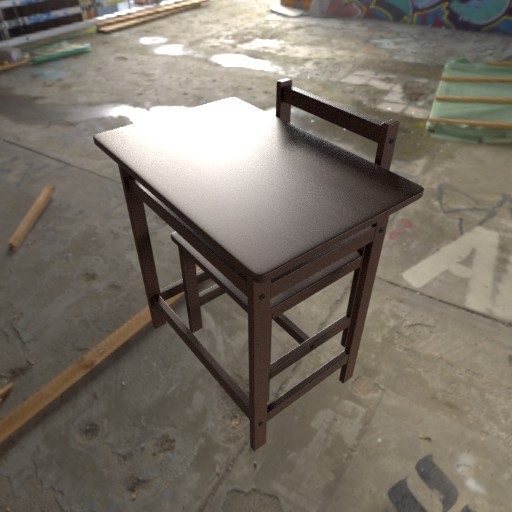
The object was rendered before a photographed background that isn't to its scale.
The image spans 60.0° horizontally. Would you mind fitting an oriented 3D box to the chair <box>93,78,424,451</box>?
[{"bbox_3d":[0.000,0.000,1.082,0.463,0.673,0.599,-26,46,-29],"label":"chair"}]
